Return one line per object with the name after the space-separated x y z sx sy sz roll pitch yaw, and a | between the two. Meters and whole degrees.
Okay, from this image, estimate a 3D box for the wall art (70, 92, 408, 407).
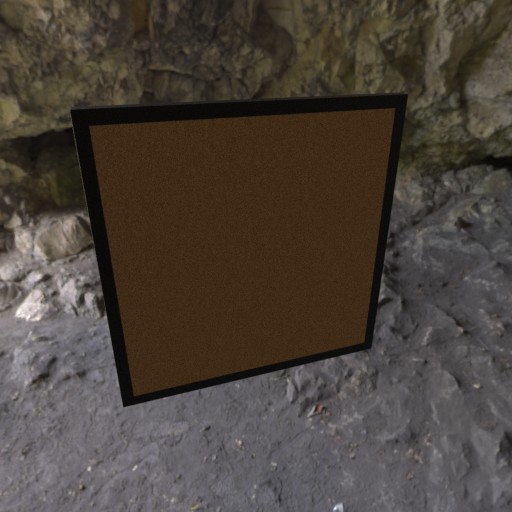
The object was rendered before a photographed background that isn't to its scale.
0.000 0.000 1.143 0.765 0.765 0.038 -9 28 -17 | wall art
